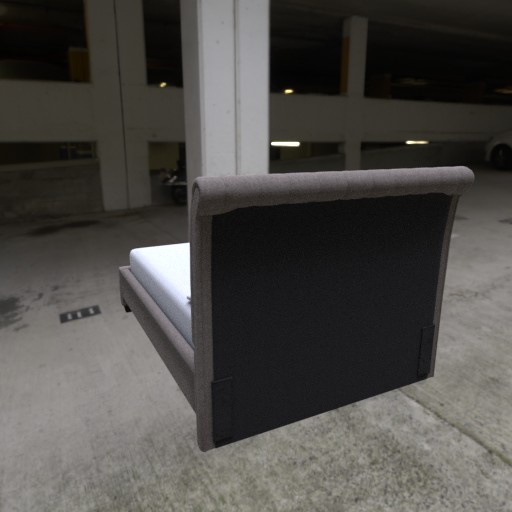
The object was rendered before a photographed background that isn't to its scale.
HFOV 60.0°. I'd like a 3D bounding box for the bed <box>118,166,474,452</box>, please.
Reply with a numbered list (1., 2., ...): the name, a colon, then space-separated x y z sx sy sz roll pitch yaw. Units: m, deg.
1. bed: 0.000 0.000 3.279 1.645 1.371 2.252 -7 17 -26
